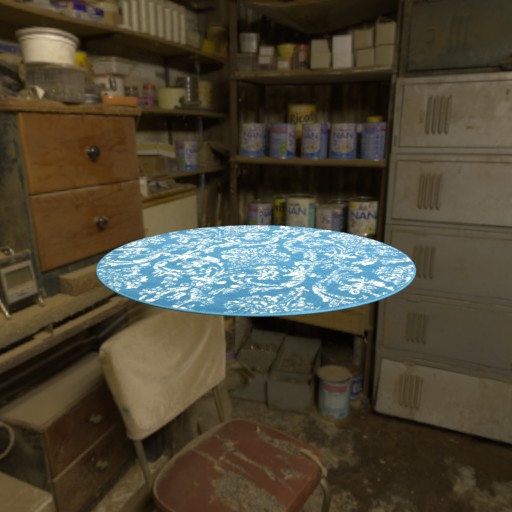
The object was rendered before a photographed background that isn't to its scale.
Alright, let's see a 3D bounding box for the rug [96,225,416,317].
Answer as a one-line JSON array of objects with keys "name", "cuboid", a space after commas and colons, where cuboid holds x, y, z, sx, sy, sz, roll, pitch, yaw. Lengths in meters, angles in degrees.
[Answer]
[{"name": "rug", "cuboid": [0.000, 0.000, 2.337, 1.593, 0.012, 1.593, 0, 15, 0]}]
